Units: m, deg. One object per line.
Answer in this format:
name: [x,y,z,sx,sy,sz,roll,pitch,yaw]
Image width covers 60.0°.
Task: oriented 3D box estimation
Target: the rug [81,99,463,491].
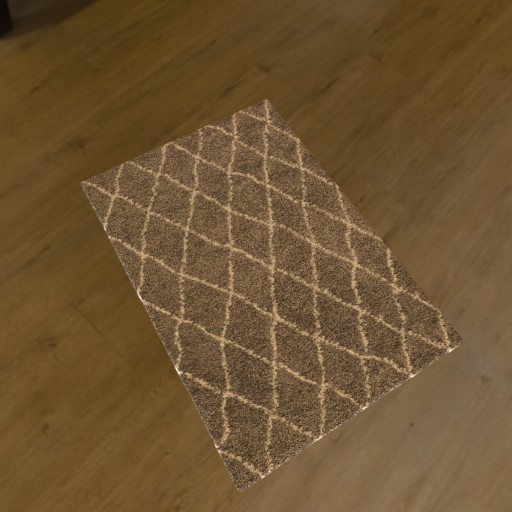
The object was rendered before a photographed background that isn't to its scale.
rug: [0.000,0.000,2.276,1.219,0.030,1.778,-28,68,-13]
